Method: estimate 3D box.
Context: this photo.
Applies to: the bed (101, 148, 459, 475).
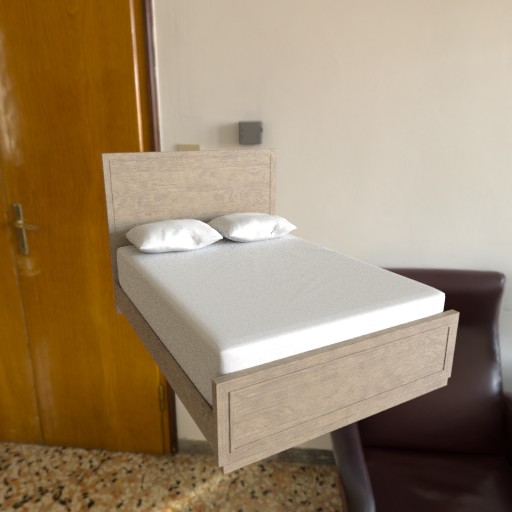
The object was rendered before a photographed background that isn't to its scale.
[{"bbox_3d":[0.000,0.000,3.170,1.606,1.369,2.189,-9,18,-28],"label":"bed"}]
